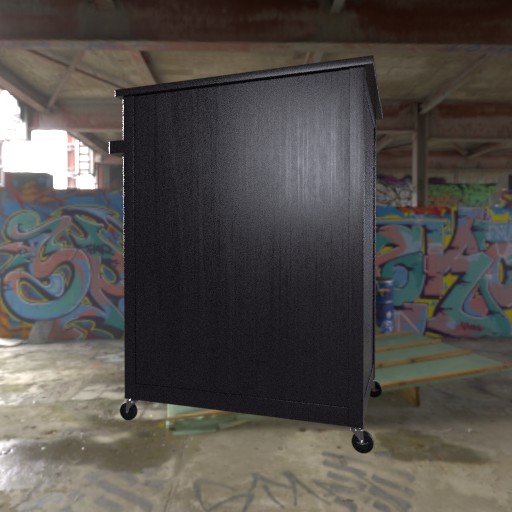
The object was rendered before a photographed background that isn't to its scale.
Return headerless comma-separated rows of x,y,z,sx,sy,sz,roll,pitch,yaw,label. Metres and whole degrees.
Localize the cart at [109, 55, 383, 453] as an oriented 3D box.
0.000,0.000,1.285,0.690,0.878,0.449,0,1,19,cart
